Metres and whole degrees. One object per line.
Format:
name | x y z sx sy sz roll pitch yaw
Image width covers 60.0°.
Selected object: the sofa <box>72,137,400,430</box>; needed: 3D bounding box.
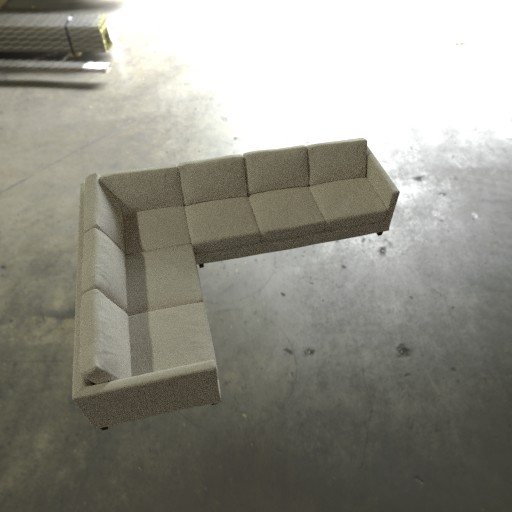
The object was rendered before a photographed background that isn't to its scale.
sofa | 0.000 0.000 4.244 3.182 0.863 2.432 -10 49 -9
